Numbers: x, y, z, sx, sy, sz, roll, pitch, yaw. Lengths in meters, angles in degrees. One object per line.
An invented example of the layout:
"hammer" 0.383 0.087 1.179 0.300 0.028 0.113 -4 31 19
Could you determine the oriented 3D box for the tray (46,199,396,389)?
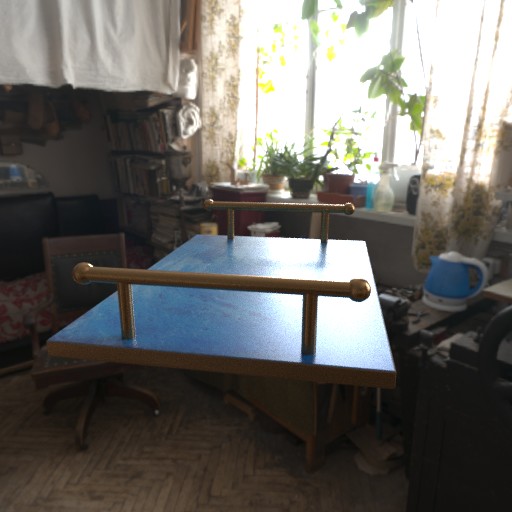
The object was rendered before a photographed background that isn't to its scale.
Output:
"tray" 0.000 0.000 0.575 0.304 0.084 0.444 3 16 10
